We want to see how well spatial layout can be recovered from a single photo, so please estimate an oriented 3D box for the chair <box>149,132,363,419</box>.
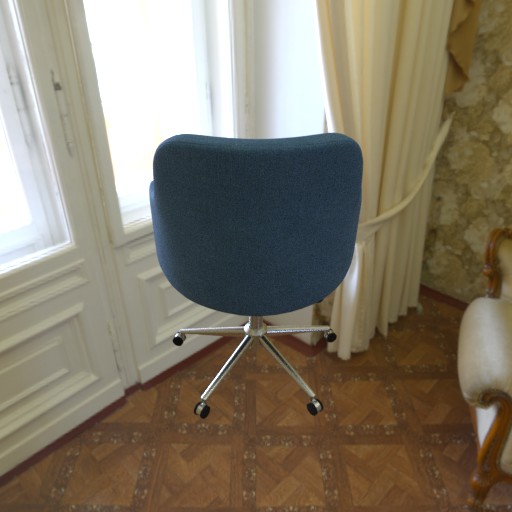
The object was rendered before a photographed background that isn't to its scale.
[{"bbox_3d":[0.000,0.000,1.255,0.599,0.820,0.655,-1,30,-1],"label":"chair"}]
